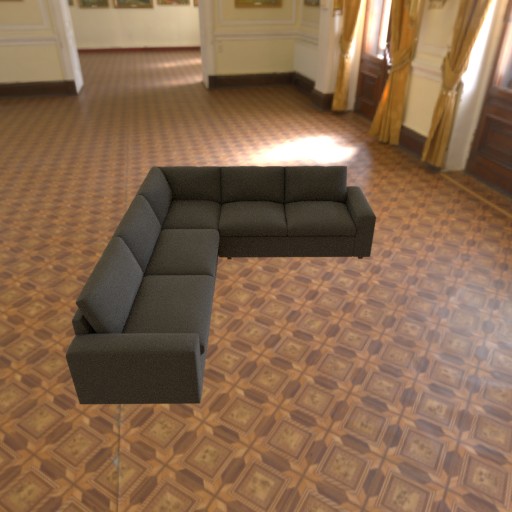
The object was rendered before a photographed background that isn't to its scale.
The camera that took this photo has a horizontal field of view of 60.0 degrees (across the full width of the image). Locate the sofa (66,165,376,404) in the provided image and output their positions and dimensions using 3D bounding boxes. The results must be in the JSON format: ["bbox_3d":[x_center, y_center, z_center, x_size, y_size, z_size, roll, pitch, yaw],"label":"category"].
[{"bbox_3d":[0.000,0.000,4.790,2.895,0.965,3.277,0,31,0],"label":"sofa"}]
